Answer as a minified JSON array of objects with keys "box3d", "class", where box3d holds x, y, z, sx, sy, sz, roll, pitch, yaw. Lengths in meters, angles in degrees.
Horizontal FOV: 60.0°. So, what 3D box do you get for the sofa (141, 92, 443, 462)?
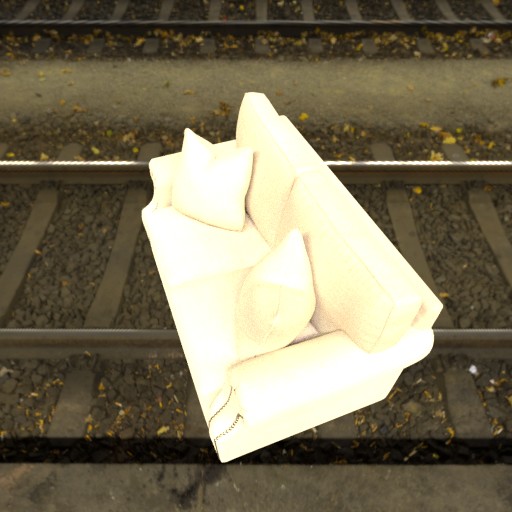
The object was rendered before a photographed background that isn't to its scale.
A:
[{"box3d":[0.000,0.000,2.277,0.966,0.966,1.701,-16,49,-14],"class":"sofa"}]
